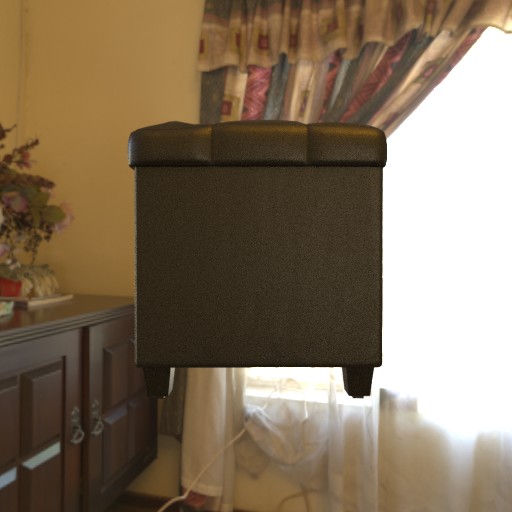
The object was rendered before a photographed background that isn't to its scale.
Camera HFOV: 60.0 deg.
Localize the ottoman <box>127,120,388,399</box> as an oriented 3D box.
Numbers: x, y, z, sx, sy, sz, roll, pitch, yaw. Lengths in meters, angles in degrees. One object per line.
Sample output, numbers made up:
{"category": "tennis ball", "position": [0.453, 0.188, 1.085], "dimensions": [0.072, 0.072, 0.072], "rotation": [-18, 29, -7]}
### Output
{"category": "ottoman", "position": [0.000, 0.000, 1.121], "dimensions": [0.432, 0.470, 0.838], "rotation": [0, 1, 0]}
